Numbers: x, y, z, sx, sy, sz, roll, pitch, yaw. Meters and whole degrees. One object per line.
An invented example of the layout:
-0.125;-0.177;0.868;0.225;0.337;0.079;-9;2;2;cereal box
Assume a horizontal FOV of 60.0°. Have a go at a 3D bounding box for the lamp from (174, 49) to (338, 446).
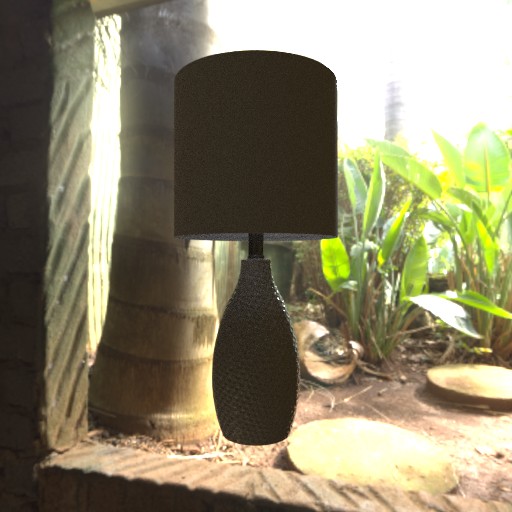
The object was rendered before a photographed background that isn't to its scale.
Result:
0.000;0.000;0.589;0.214;0.466;0.214;0;-1;-18;lamp
